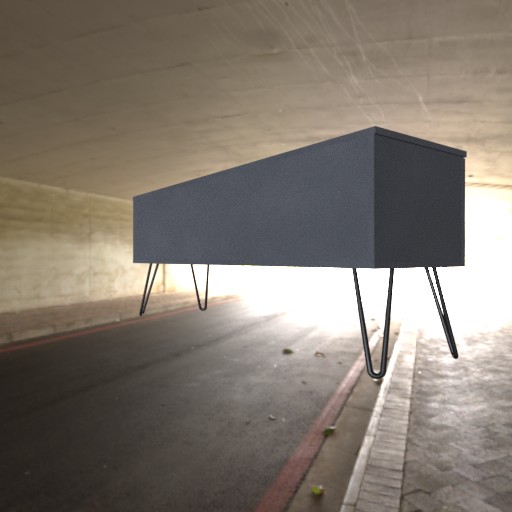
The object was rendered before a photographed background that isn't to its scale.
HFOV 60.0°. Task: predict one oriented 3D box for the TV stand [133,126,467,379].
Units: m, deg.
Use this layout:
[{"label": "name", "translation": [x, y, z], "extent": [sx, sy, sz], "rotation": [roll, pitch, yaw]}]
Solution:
[{"label": "TV stand", "translation": [0.000, 0.000, 1.643], "extent": [0.400, 0.560, 1.400], "rotation": [0, 0, -37]}]
